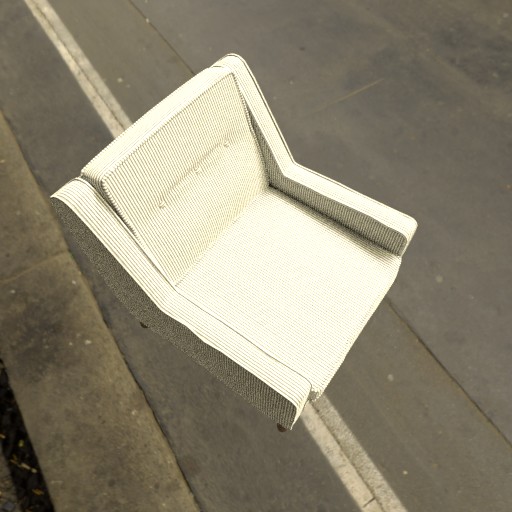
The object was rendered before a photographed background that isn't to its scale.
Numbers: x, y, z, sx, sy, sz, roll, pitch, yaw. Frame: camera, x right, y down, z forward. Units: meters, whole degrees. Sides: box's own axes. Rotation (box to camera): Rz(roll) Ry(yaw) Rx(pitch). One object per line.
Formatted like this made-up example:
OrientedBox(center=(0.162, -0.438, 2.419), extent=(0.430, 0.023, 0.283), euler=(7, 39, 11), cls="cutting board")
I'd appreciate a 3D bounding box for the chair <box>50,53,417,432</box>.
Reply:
OrientedBox(center=(0.000, 0.000, 1.329), extent=(0.743, 0.792, 0.663), euler=(32, 64, 18), cls="chair")
